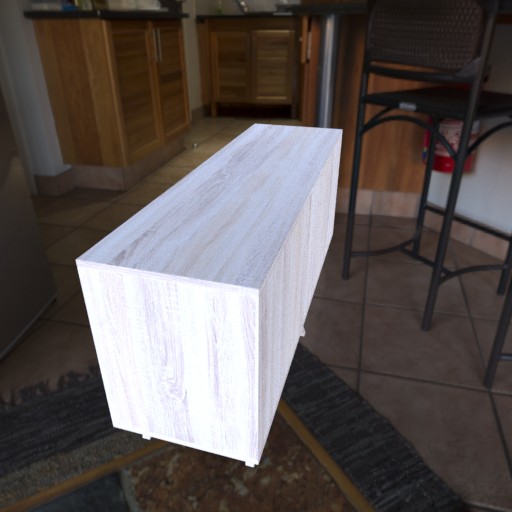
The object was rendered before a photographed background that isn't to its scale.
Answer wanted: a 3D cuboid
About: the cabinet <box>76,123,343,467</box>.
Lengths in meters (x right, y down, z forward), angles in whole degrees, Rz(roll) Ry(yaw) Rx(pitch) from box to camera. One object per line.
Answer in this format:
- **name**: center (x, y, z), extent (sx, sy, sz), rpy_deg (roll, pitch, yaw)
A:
- **cabinet**: center (0.000, 0.000, 1.979), extent (0.500, 0.780, 1.650), rpy_deg (8, 30, 14)
